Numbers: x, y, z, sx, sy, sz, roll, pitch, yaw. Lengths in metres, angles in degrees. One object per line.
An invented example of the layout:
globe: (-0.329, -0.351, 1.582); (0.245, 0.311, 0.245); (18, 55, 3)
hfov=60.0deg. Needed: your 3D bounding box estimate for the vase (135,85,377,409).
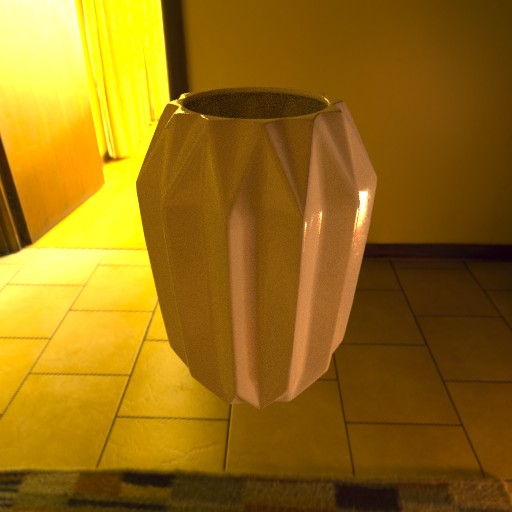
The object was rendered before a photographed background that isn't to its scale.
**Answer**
vase: (0.000, 0.000, 0.407); (0.195, 0.275, 0.195); (0, 31, 0)
